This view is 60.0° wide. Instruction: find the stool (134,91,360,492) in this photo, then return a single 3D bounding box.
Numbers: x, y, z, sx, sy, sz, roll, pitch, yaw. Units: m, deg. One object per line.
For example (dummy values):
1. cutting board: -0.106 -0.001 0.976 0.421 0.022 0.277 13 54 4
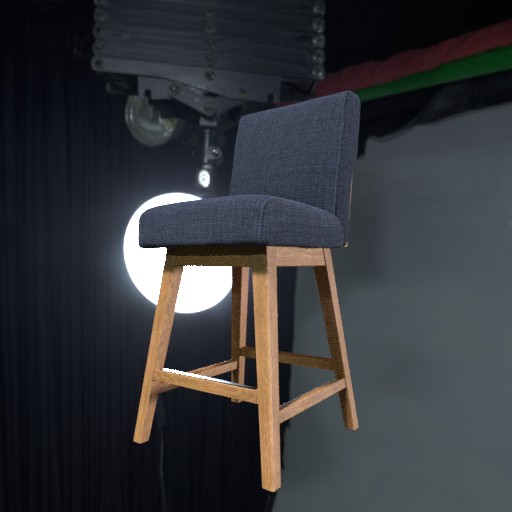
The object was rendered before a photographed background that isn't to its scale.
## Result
1. stool: 0.000 0.000 1.283 0.459 1.010 0.526 0 -1 36
